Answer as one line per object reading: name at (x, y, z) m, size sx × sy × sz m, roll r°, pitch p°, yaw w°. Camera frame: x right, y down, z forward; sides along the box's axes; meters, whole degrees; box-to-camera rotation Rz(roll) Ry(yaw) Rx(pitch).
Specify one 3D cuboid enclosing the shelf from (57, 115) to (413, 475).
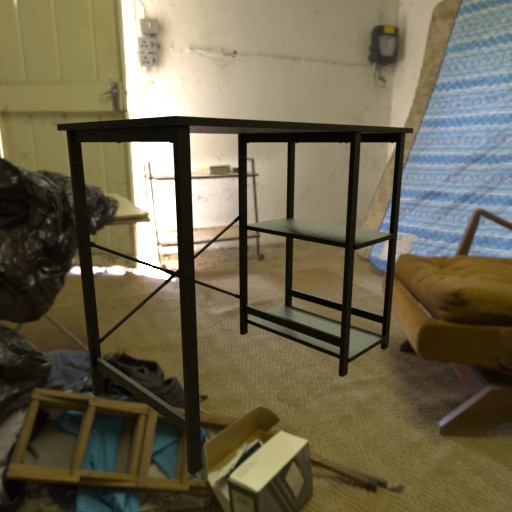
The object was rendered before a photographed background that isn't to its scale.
shelf at (0.000, 0.000, 1.333) m, size 0.498 × 0.749 × 0.902 m, roll 13°, pitch 20°, yaw 43°
